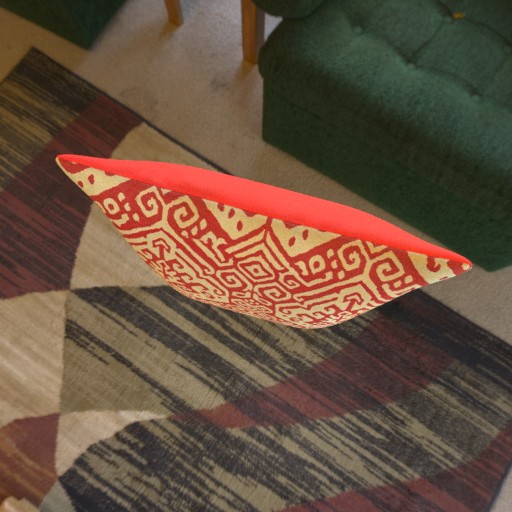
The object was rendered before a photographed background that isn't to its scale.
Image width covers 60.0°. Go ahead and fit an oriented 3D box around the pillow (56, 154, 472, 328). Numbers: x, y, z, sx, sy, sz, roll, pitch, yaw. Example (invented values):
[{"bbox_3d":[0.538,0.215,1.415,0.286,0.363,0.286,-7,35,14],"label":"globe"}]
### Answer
[{"bbox_3d":[0.000,0.000,0.775,0.522,0.507,0.192,15,77,4],"label":"pillow"}]
